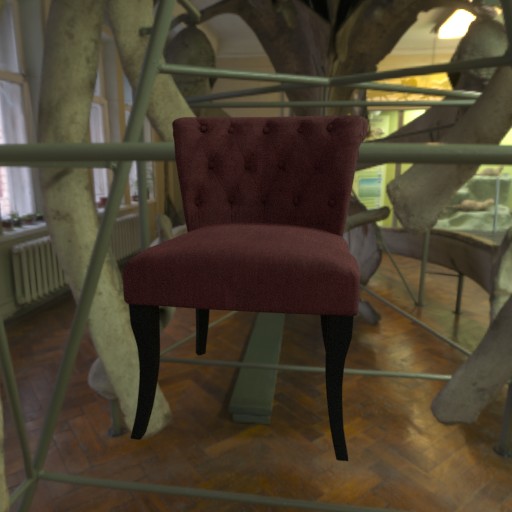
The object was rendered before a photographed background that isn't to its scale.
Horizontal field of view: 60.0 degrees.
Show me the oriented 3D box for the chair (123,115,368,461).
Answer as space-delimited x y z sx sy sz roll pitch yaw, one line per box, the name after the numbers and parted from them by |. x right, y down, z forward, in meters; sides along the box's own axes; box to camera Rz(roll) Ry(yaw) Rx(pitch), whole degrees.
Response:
0.000 0.000 1.185 0.582 0.750 0.605 2 13 9 | chair
